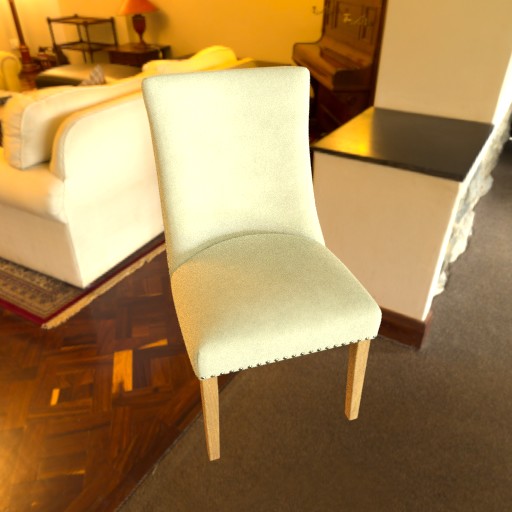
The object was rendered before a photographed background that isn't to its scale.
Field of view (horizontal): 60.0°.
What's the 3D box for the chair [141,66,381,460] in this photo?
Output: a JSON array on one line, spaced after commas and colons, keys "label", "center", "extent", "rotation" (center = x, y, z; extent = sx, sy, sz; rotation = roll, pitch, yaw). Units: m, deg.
[{"label": "chair", "center": [0.000, 0.000, 1.259], "extent": [0.495, 0.902, 0.610], "rotation": [-10, 34, -15]}]
